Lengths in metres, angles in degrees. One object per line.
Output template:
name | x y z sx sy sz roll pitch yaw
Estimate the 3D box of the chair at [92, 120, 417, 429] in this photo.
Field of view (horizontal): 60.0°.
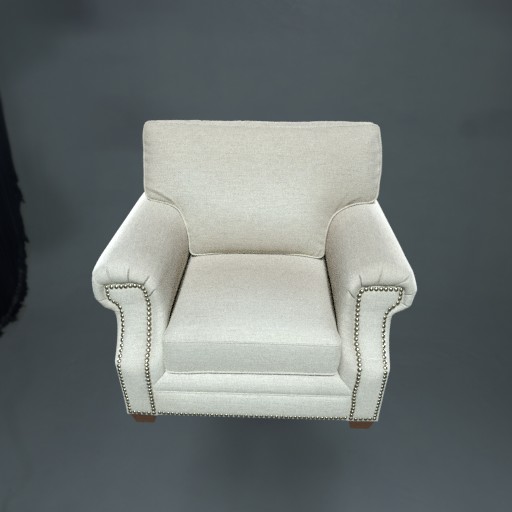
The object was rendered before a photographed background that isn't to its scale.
chair | 0.000 0.000 1.809 1.092 0.961 0.965 1 30 2
